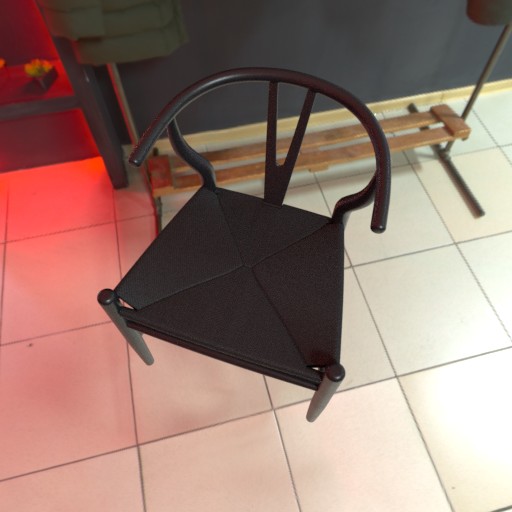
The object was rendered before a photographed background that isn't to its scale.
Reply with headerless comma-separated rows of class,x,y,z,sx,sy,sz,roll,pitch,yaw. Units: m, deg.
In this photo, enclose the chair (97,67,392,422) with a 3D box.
chair,0.000,0.000,1.171,0.569,0.730,0.579,16,61,9
